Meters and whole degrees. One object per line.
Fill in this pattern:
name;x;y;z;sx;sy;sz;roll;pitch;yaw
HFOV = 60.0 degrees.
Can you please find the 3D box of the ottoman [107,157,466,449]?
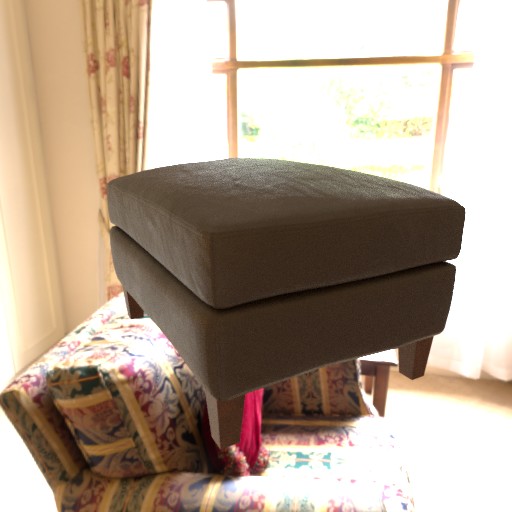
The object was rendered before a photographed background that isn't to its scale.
ottoman;0.000;0.000;1.252;0.659;0.529;0.887;-9;18;-28
